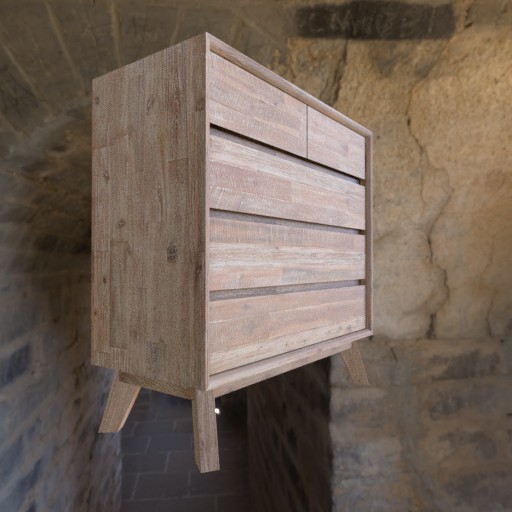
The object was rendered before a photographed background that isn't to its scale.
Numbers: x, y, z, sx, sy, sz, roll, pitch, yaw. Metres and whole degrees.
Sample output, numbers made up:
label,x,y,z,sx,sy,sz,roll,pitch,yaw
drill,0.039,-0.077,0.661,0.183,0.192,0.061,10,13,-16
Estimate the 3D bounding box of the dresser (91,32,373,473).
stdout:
label,x,y,z,sx,sy,sz,roll,pitch,yaw
dresser,0.000,0.000,1.558,0.455,1.029,0.998,-1,-1,37
